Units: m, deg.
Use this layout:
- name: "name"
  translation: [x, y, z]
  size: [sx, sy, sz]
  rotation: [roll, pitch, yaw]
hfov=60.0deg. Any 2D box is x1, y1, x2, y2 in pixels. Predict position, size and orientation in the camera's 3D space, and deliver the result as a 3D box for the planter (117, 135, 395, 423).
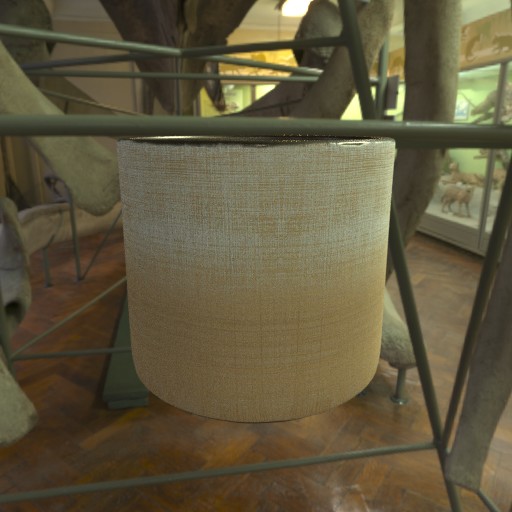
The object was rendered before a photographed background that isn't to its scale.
- name: "planter"
  translation: [0.000, 0.000, 0.387]
  size: [0.221, 0.201, 0.221]
  rotation: [0, 16, 0]
